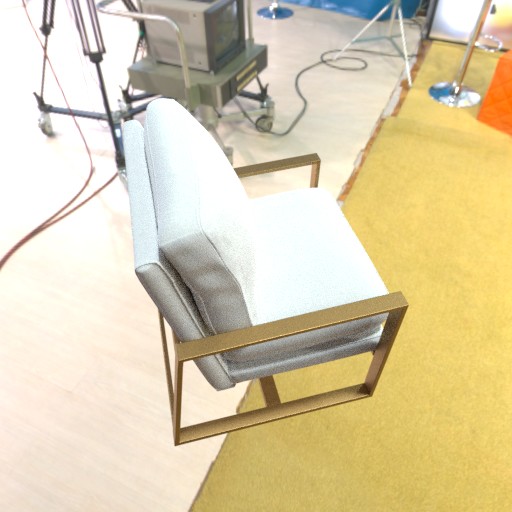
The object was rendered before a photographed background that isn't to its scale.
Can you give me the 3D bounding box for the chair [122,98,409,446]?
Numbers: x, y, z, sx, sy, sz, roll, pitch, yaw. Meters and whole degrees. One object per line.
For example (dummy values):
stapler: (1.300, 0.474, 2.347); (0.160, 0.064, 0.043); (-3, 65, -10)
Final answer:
chair: (0.000, 0.000, 1.579); (0.813, 0.966, 0.805); (-11, 48, -10)
